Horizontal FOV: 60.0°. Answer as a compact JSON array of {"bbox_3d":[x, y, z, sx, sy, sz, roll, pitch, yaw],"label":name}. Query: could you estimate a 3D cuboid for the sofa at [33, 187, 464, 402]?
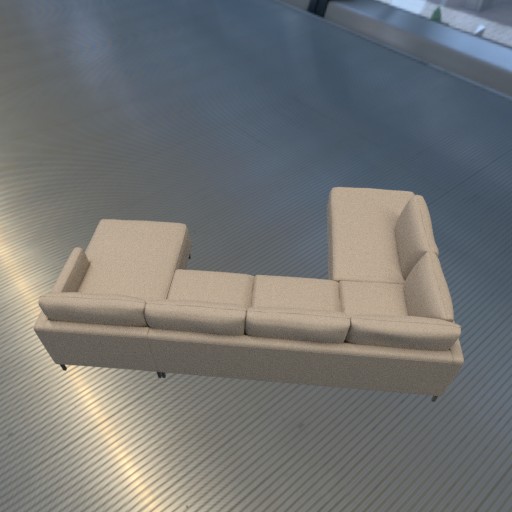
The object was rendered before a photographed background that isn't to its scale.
[{"bbox_3d":[0.000,0.000,3.494,2.737,0.756,1.879,4,47,4],"label":"sofa"}]
